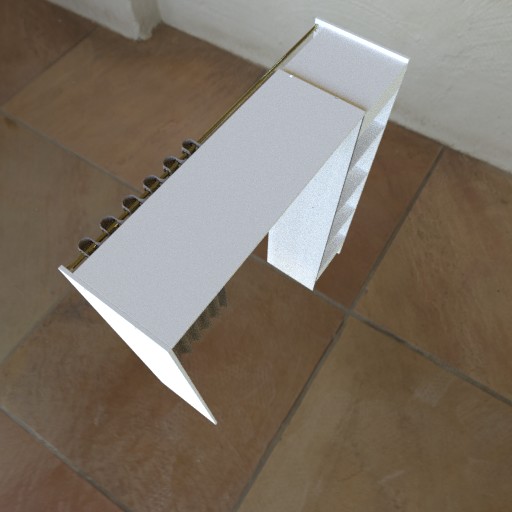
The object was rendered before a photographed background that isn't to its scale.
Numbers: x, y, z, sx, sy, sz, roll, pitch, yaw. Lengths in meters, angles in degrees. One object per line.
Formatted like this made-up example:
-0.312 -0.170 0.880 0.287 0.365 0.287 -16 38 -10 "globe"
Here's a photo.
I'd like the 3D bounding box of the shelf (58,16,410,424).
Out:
0.000 0.000 2.503 0.500 1.820 1.600 33 67 16 "shelf"
